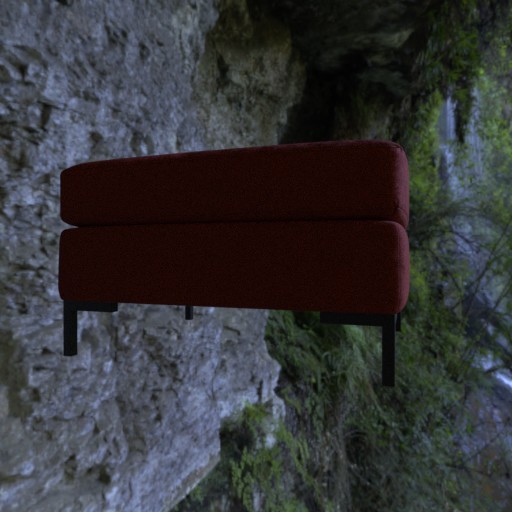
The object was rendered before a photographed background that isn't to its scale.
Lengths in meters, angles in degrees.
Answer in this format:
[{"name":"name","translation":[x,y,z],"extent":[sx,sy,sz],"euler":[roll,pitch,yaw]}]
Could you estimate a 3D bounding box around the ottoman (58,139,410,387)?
[{"name":"ottoman","translation":[0.000,0.000,1.194],"extent":[0.782,0.462,0.650],"euler":[0,0,19]}]
